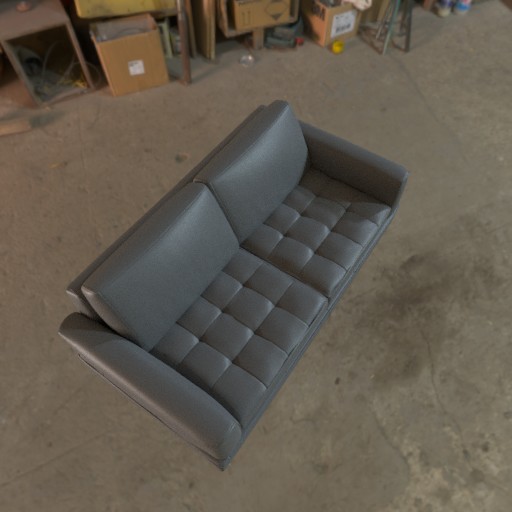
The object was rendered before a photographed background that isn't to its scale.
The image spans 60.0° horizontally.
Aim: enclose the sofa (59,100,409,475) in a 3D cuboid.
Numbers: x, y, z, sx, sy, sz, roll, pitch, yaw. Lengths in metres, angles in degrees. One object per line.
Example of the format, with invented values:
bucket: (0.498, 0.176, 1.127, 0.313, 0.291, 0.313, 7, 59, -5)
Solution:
sofa: (0.000, 0.000, 2.753, 1.121, 0.930, 2.177, 30, 62, 18)
